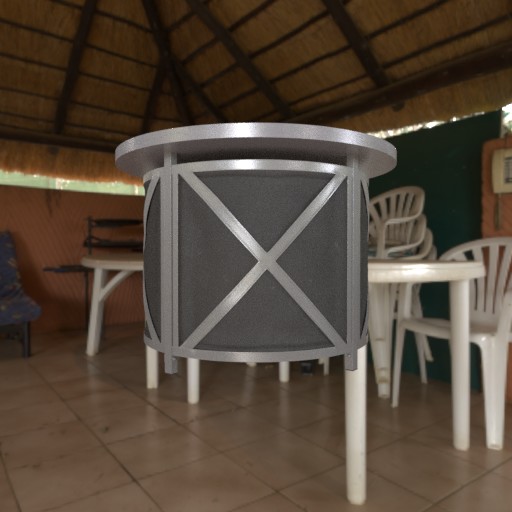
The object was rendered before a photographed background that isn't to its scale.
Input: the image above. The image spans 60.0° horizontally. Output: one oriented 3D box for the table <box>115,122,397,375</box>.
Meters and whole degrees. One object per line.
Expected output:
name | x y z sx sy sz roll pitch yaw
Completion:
table | 0.000 0.000 1.517 0.914 0.650 0.914 0 1 0
